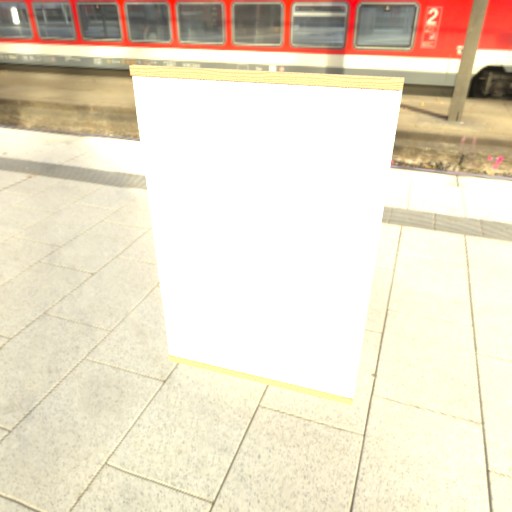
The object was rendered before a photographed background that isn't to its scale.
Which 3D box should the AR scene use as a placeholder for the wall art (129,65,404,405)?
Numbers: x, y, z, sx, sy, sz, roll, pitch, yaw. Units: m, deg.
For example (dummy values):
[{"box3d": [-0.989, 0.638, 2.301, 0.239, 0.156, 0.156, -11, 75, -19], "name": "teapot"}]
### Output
[{"box3d": [0.000, 0.000, 1.958, 1.011, 1.521, 0.025, 9, 32, 15], "name": "wall art"}]
